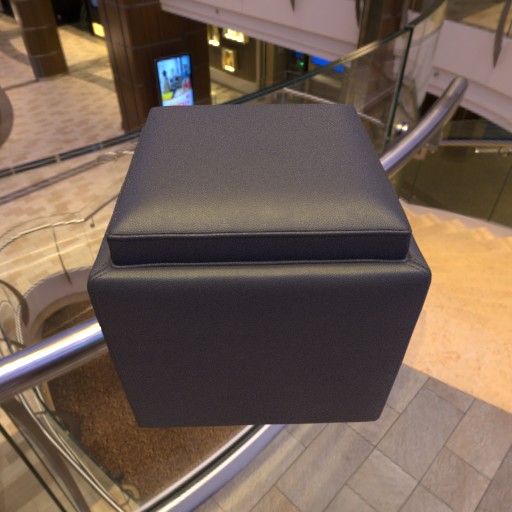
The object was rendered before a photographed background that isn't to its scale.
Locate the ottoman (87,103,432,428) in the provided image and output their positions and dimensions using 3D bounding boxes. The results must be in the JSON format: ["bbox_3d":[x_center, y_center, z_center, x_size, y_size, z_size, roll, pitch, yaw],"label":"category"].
[{"bbox_3d":[0.000,0.000,0.815,0.450,0.460,0.451,-1,42,-1],"label":"ottoman"}]
